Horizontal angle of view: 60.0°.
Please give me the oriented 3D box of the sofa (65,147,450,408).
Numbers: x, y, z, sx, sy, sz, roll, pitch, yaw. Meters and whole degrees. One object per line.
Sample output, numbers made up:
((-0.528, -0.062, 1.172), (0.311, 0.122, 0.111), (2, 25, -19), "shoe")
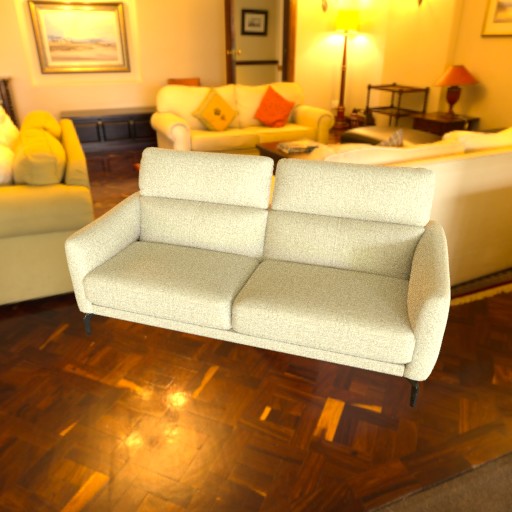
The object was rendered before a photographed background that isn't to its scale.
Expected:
((0.000, 0.000, 2.506), (2.015, 0.956, 0.856), (8, 27, 16), "sofa")
